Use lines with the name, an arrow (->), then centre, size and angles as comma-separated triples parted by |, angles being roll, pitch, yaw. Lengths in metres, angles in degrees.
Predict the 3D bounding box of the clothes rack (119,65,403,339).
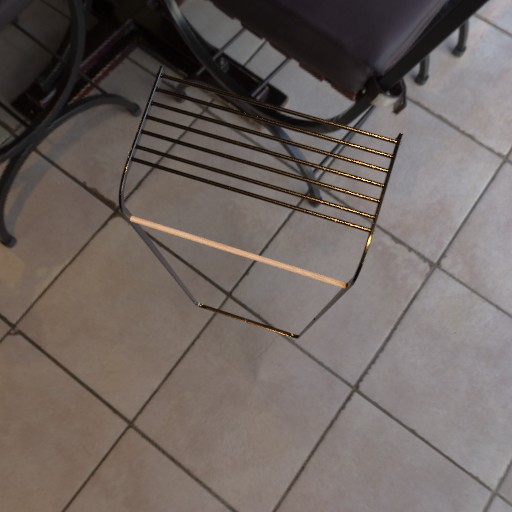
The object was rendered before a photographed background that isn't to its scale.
clothes rack -> 0.000, 0.000, 1.762 | 0.609, 1.574, 0.349 | 17, 75, 5
